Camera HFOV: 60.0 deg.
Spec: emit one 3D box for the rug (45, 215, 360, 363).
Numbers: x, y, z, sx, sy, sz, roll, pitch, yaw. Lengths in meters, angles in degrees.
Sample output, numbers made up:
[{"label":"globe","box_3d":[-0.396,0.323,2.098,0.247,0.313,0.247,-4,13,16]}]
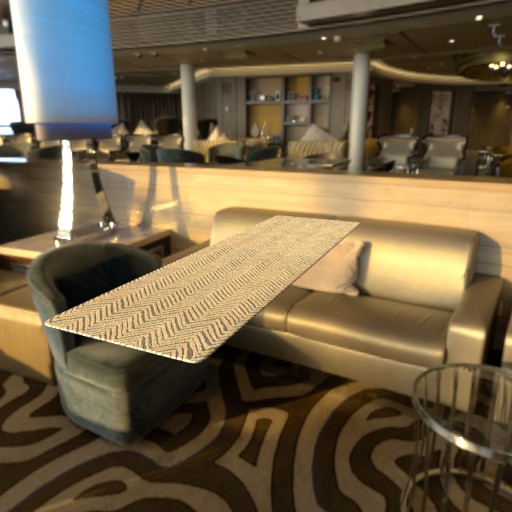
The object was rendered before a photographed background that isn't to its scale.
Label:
[{"label":"rug","box_3d":[0.000,0.000,2.491,0.686,0.008,2.286,7,18,24]}]
